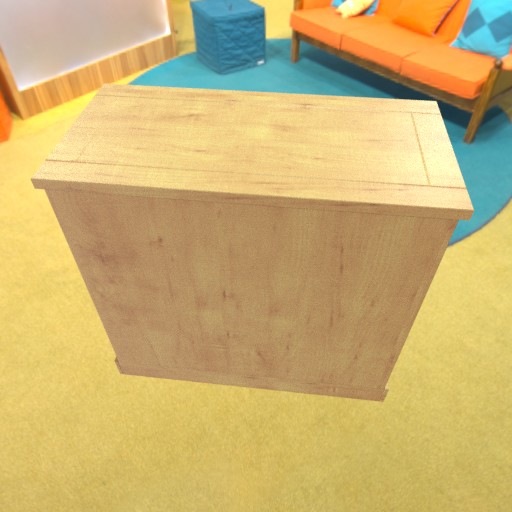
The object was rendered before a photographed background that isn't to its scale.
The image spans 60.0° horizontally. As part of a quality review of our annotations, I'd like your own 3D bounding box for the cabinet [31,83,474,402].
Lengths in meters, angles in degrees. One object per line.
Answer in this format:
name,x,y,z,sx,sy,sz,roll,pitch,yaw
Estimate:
cabinet,0.000,0.000,1.370,0.920,0.840,0.450,5,47,4
